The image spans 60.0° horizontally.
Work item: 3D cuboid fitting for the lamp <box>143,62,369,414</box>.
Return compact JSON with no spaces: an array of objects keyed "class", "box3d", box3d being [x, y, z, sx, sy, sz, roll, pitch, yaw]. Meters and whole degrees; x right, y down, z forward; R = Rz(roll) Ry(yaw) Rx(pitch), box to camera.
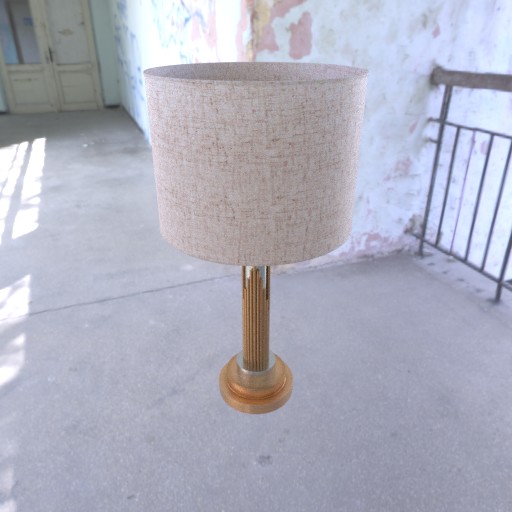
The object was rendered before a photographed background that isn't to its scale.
[{"class":"lamp","box3d":[0.000,0.000,0.784,0.321,0.610,0.321,-9,29,-17]}]
